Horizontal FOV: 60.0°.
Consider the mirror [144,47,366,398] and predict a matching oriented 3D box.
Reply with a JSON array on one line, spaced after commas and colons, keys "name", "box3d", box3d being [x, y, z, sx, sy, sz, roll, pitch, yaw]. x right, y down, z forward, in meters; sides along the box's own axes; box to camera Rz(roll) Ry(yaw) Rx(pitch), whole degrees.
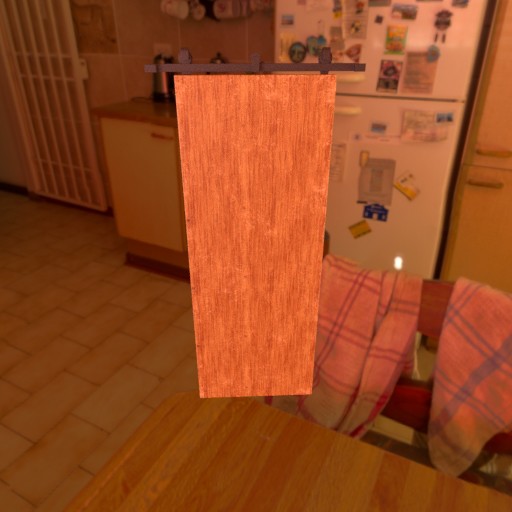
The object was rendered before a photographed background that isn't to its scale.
[{"name": "mirror", "box3d": [0.000, 0.000, 2.103, 0.847, 1.793, 0.042, -1, 28, -2]}]
